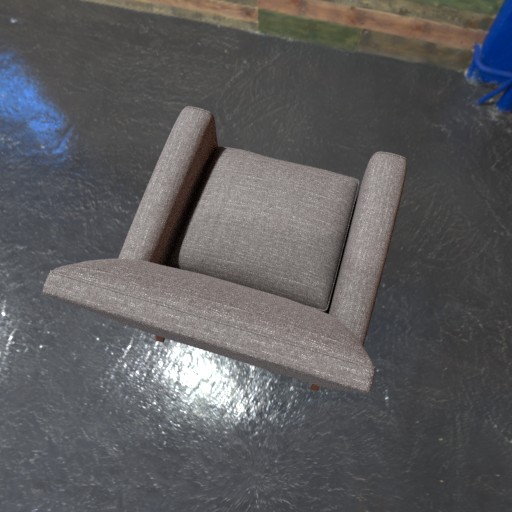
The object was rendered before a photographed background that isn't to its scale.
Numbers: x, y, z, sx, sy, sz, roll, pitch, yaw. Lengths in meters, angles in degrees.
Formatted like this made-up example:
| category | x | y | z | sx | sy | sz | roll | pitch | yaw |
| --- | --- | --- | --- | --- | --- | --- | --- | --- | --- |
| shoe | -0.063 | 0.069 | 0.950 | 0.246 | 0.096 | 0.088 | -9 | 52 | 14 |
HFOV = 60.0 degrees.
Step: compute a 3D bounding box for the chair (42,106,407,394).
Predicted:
| category | x | y | z | sx | sy | sz | roll | pitch | yaw |
| --- | --- | --- | --- | --- | --- | --- | --- | --- | --- |
| chair | 0.000 | 0.000 | 1.531 | 0.838 | 0.885 | 0.875 | 15 | 64 | 8 |
